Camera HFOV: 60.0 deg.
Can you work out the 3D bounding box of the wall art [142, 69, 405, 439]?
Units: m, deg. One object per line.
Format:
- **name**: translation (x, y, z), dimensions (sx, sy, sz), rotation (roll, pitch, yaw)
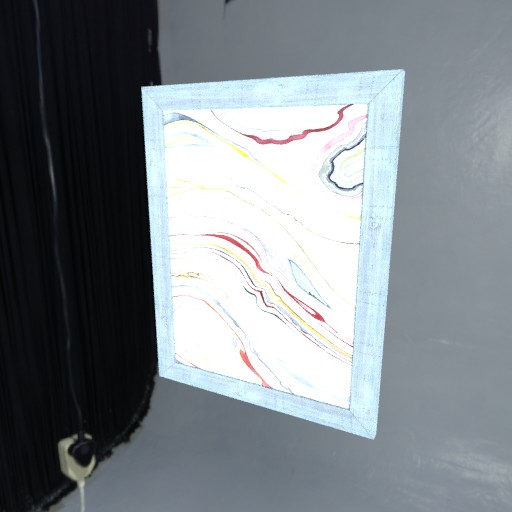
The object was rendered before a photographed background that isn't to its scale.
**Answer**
- **wall art**: translation (0.000, 0.000, 0.825), dimensions (0.481, 0.613, 0.020), rotation (7, 16, 26)
